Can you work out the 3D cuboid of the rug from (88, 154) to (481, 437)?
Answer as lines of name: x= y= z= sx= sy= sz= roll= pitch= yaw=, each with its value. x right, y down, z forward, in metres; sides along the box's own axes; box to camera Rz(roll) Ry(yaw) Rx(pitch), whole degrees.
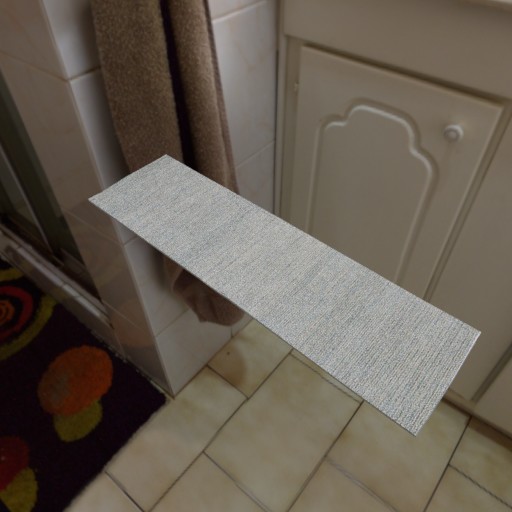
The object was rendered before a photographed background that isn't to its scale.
rug: x=0.000 y=0.000 z=2.515 sx=2.341 sy=0.037 sz=0.675 roll=32 pitch=54 yaw=27
